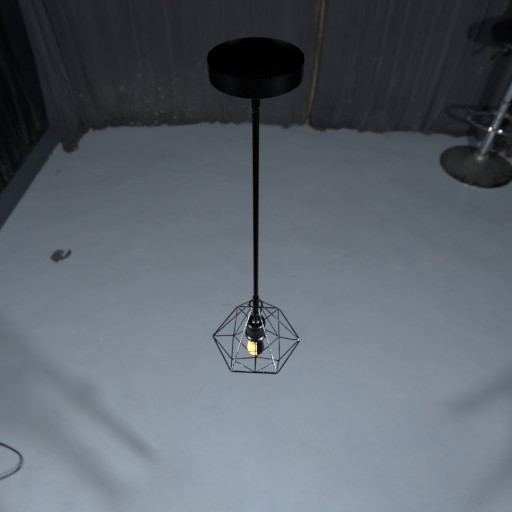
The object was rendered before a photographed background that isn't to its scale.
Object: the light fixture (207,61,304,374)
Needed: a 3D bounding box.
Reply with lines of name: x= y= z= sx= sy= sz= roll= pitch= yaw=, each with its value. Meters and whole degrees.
light fixture: x=0.000 y=0.000 z=1.979 sx=0.487 sy=1.764 sz=0.431 roll=2 pitch=47 yaw=2
